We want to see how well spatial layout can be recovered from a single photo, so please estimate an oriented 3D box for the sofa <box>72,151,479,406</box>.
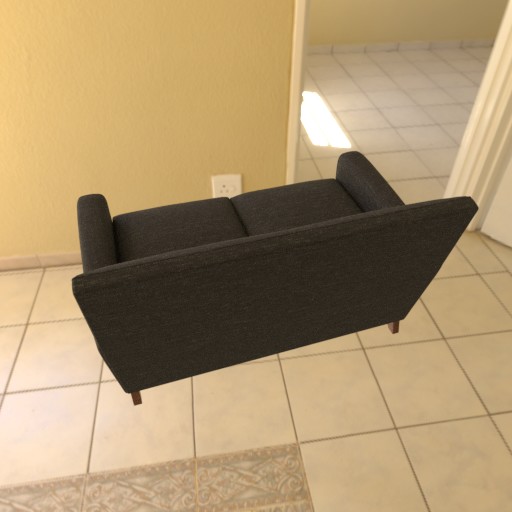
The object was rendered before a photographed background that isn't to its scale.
[{"bbox_3d":[0.000,0.000,1.956,1.420,0.846,0.875,-12,43,-13],"label":"sofa"}]
